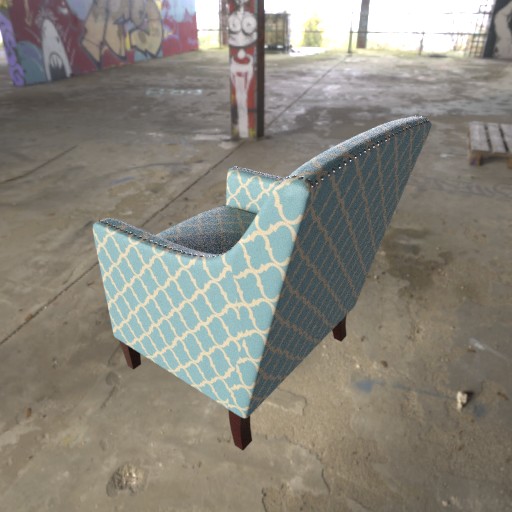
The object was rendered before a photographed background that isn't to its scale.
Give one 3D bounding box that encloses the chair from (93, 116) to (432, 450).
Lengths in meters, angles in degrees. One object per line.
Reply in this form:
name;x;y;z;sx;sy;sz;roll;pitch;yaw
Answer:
chair;0.000;0.000;1.306;0.686;0.817;0.617;21;36;32
